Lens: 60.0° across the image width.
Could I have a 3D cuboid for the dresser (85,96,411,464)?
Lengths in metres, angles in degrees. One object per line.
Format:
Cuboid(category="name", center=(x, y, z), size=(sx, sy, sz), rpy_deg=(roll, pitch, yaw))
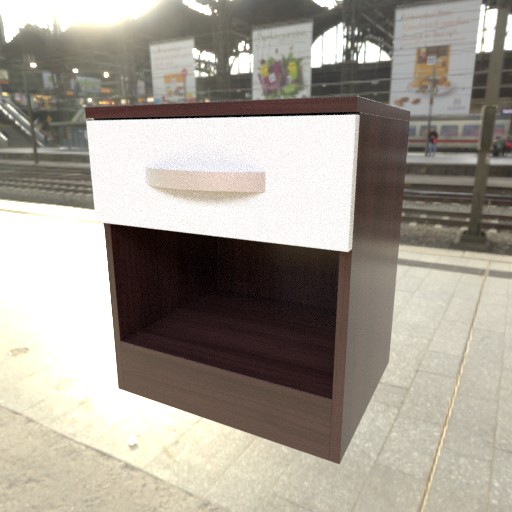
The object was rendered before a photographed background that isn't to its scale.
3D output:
Cuboid(category="dresser", center=(0.000, 0.000, 0.745), size=(0.400, 0.470, 0.360), rpy_deg=(8, 17, 27))
